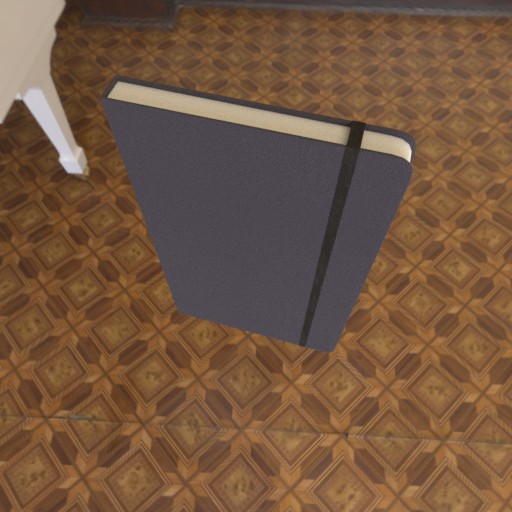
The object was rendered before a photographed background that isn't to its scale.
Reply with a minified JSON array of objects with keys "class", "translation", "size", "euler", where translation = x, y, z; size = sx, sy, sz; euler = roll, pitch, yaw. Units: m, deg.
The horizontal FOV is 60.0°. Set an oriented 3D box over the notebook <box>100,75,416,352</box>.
[{"class":"notebook","translation":[0.000,0.000,0.264],"size":[0.127,0.213,0.016],"euler":[14,60,8]}]
